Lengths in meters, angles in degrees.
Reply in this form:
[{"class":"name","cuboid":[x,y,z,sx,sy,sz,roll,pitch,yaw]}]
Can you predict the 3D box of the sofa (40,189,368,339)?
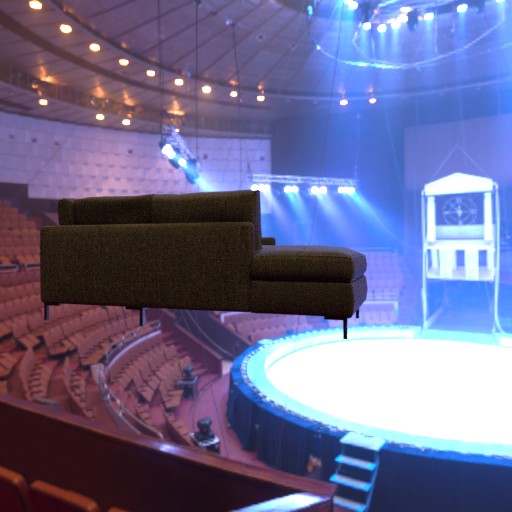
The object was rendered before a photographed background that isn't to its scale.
[{"class":"sofa","cuboid":[0.000,0.000,3.644,1.879,0.753,2.737,0,1,18]}]
